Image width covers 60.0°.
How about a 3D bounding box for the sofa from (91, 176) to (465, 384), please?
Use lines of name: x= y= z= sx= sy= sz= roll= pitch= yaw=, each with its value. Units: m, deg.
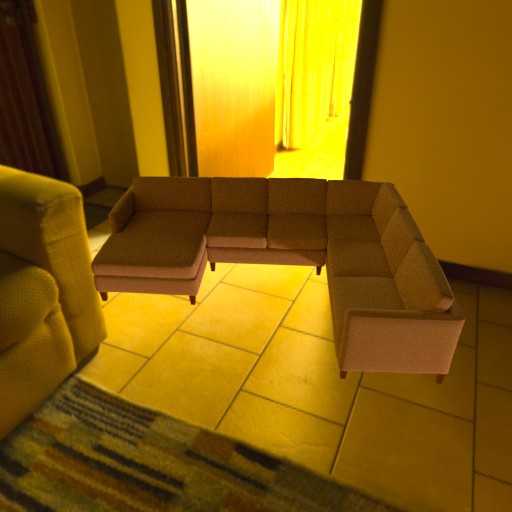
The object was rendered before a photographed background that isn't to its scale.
sofa: x=0.000 y=0.000 z=4.742 sx=3.460 sy=0.961 sz=2.594 roll=2 pitch=31 yaw=3
